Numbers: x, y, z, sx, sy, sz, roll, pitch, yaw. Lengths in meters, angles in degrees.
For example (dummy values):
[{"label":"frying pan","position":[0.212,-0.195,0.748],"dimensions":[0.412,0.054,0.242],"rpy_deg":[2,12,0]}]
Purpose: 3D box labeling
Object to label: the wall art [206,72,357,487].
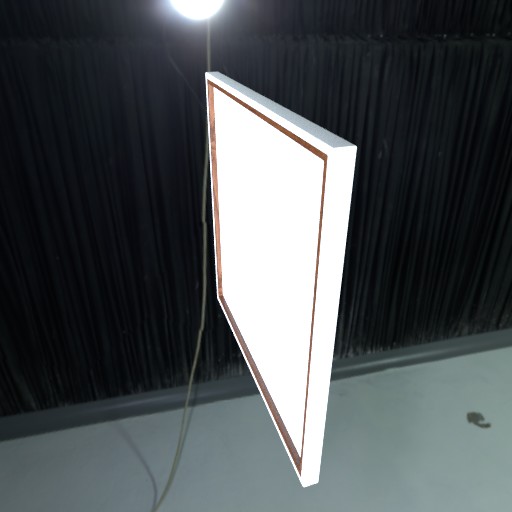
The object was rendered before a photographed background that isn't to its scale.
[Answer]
[{"label":"wall art","position":[0.000,0.000,1.467],"dimensions":[0.049,1.009,1.009],"rpy_deg":[-10,31,-16]}]
